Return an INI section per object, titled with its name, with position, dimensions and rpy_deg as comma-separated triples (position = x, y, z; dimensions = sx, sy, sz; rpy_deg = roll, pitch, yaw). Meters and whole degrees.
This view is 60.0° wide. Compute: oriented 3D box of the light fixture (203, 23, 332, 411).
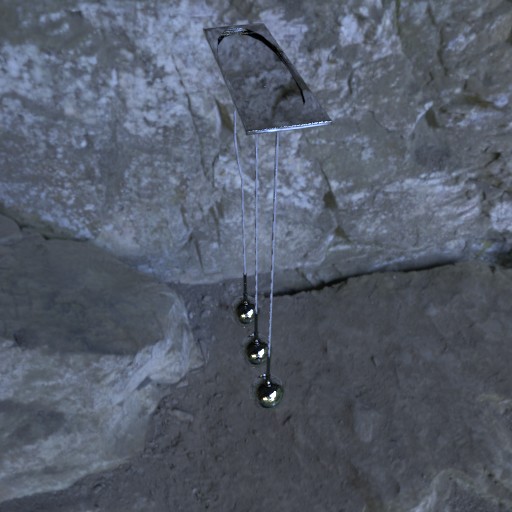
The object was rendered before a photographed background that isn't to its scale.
[light fixture]
position = 0.000, 0.000, 1.647
dimensions = 0.188, 1.408, 0.623
rpy_deg = -10, 47, -9
